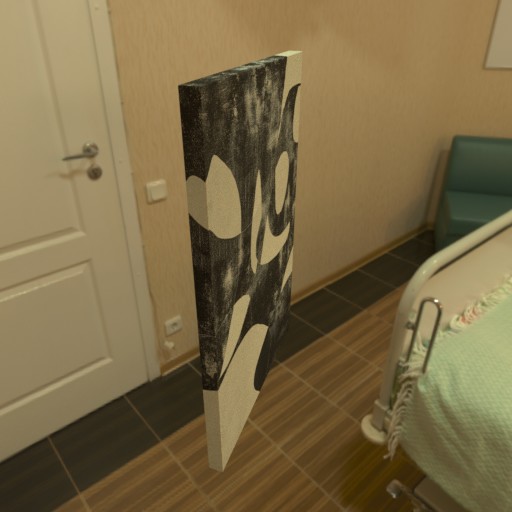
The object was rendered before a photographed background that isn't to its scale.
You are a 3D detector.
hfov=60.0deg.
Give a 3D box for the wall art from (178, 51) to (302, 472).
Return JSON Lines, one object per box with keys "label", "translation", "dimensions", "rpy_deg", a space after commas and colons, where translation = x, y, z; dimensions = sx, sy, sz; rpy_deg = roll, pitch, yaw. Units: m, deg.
{"label": "wall art", "translation": [0.000, 0.000, 1.142], "dimensions": [0.041, 0.915, 0.610], "rpy_deg": [10, 31, 17]}
